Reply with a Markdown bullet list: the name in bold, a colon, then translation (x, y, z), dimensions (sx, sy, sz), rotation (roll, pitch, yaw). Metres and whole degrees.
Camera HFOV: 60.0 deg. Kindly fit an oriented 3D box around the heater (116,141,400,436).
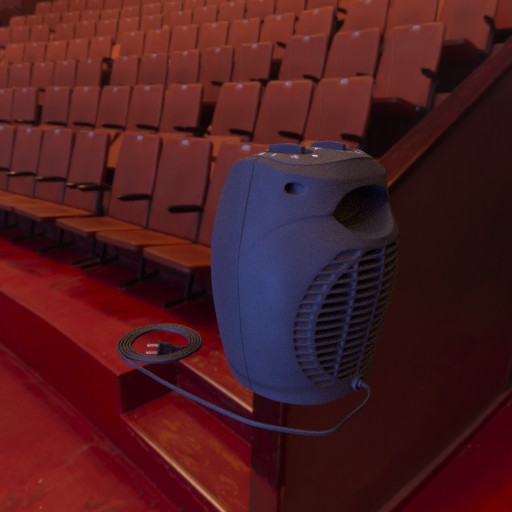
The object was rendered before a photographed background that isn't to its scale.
- **heater**: translation (0.000, 0.000, 0.478), dimensions (0.239, 0.240, 0.291), rotation (-16, 23, -41)
